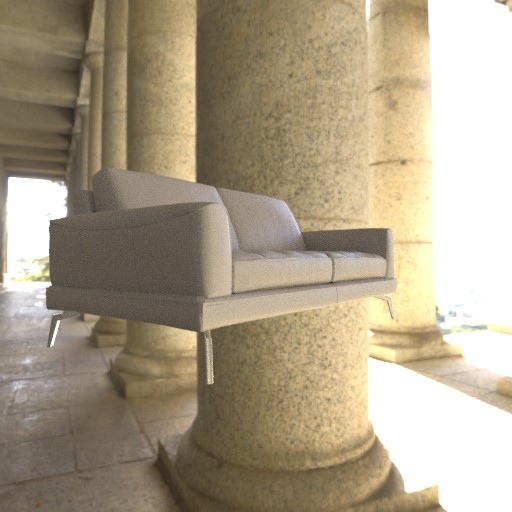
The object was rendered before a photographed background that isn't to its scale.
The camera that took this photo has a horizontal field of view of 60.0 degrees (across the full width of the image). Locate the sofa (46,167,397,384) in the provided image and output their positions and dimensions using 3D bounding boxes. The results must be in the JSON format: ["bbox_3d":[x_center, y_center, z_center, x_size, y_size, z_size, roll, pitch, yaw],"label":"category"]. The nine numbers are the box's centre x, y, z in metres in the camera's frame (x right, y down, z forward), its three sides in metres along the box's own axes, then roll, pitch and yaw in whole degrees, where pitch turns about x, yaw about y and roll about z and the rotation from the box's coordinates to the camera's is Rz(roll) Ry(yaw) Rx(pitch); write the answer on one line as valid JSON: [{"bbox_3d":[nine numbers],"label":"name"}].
[{"bbox_3d":[0.000,0.000,2.766,1.121,0.930,2.177,0,0,36],"label":"sofa"}]
